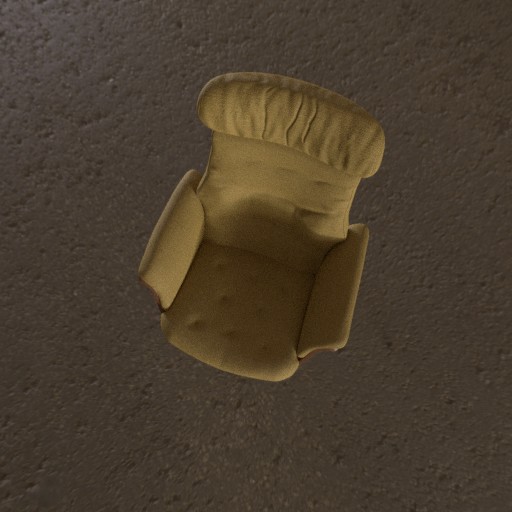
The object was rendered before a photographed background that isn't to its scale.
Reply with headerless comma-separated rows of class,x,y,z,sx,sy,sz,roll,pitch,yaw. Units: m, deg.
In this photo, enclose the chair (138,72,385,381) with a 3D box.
chair,0.000,0.000,1.603,0.785,0.995,0.837,19,77,5
